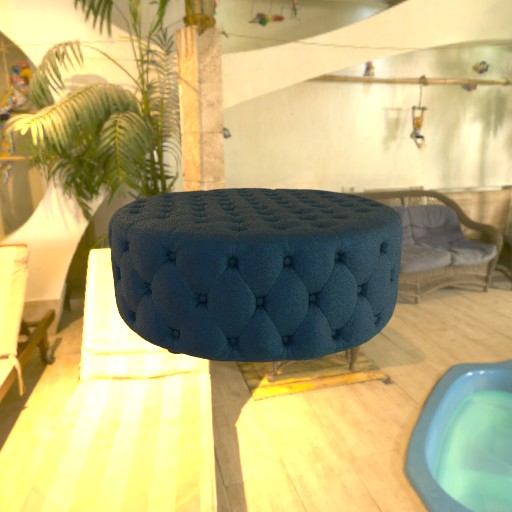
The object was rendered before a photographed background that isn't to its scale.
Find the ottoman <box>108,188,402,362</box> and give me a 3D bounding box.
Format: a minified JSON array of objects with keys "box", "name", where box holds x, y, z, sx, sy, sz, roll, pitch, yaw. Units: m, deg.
[{"box":[0.000,0.000,1.581,0.998,0.398,0.998,0,16,0],"name":"ottoman"}]
